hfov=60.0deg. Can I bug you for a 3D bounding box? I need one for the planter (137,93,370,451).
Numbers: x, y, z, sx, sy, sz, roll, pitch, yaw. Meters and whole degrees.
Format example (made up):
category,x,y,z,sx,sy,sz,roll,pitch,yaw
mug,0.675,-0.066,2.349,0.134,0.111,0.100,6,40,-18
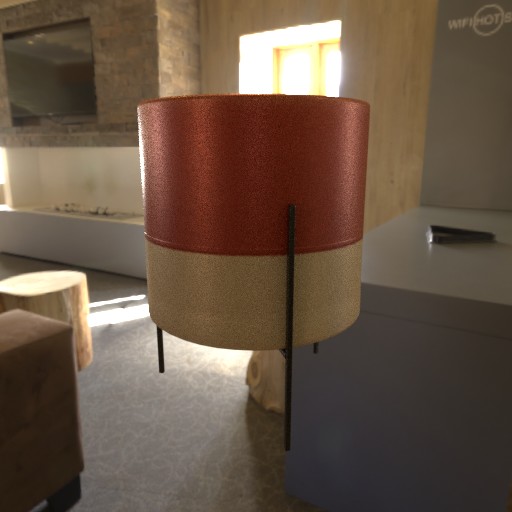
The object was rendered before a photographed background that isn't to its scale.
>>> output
category,x,y,z,sx,sy,sz,roll,pitch,yaw
planter,0.000,0.000,0.726,0.345,0.465,0.354,13,19,43
